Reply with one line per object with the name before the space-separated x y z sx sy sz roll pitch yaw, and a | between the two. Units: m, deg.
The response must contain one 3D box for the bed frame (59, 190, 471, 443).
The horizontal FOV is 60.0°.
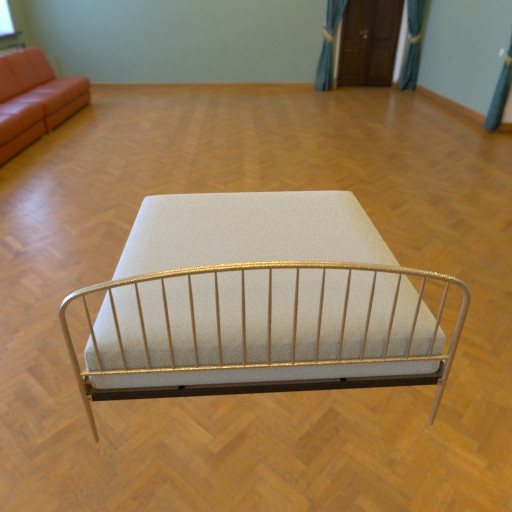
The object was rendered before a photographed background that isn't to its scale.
bed frame | 0.000 0.000 3.235 2.016 1.174 2.152 -2 30 -3
